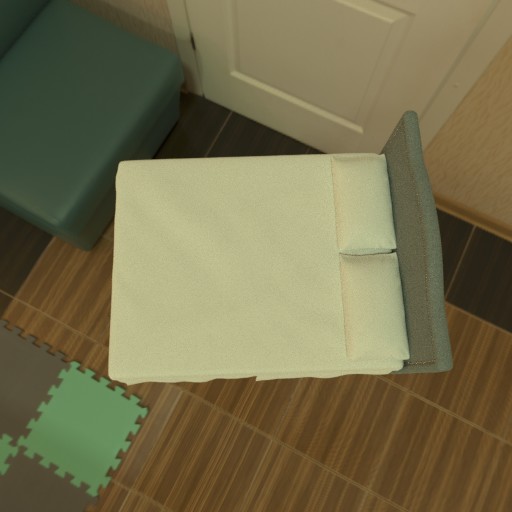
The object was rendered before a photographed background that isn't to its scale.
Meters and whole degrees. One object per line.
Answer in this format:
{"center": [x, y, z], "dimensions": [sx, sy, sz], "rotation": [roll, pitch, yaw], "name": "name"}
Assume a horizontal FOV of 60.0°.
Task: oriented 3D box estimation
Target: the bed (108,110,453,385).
{"center": [0.000, 0.000, 3.931], "dimensions": [2.689, 1.457, 2.161], "rotation": [-2, 75, -1], "name": "bed"}
